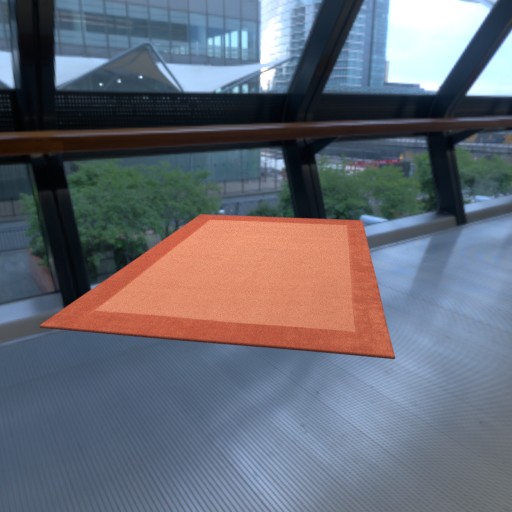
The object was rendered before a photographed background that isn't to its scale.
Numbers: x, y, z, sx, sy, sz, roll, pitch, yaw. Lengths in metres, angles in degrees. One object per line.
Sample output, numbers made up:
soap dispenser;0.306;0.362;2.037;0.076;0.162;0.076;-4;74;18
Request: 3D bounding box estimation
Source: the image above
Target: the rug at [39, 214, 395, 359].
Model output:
rug;0.000;0.000;2.981;1.524;0.014;2.438;3;17;10
